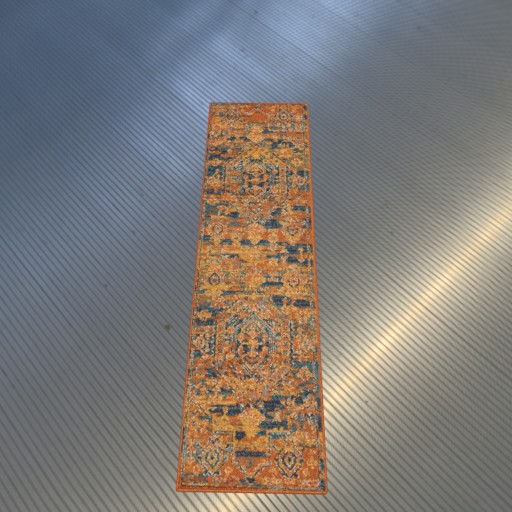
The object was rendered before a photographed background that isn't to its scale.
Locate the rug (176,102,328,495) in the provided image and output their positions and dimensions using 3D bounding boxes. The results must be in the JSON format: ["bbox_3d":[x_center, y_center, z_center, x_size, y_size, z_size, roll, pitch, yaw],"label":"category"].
[{"bbox_3d":[0.000,0.000,2.408,0.651,0.016,2.274,1,63,0],"label":"rug"}]
